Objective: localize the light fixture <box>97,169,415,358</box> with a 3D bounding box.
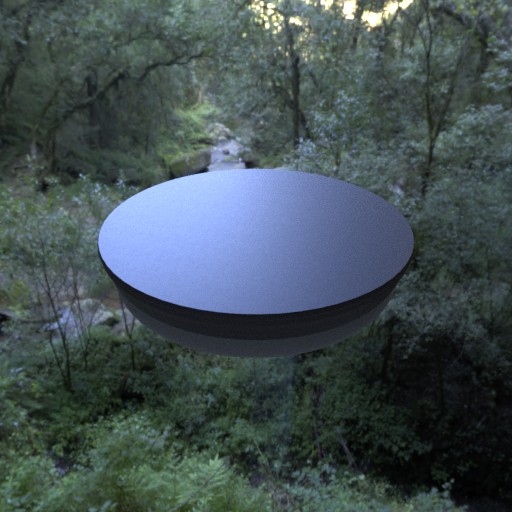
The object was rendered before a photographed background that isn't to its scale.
[{"bbox_3d":[0.000,0.000,0.561,0.368,0.100,0.368,0,31,0],"label":"light fixture"}]
